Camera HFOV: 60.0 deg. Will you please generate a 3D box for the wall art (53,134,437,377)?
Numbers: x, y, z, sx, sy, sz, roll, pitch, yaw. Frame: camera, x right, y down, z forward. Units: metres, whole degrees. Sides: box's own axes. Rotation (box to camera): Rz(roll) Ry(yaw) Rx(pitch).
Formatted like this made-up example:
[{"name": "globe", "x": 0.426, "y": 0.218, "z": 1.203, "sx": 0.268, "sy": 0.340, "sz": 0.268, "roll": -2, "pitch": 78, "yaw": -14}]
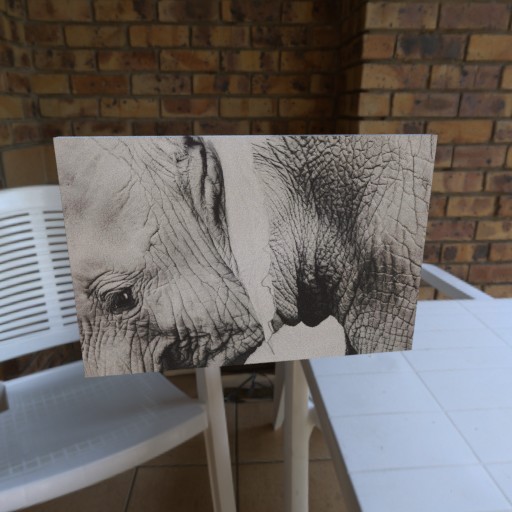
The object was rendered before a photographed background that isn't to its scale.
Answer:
[{"name": "wall art", "x": 0.000, "y": 0.000, "z": 0.778, "sx": 0.613, "sy": 0.407, "sz": 0.035, "roll": -3, "pitch": 18, "yaw": -9}]
